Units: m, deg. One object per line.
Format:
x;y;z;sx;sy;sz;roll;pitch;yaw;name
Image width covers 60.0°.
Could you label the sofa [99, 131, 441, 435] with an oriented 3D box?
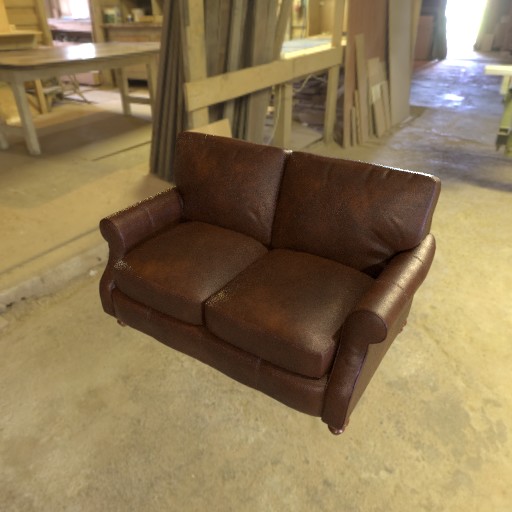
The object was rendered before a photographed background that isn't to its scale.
0.000;0.000;2.293;1.616;0.976;0.990;18;34;29;sofa
